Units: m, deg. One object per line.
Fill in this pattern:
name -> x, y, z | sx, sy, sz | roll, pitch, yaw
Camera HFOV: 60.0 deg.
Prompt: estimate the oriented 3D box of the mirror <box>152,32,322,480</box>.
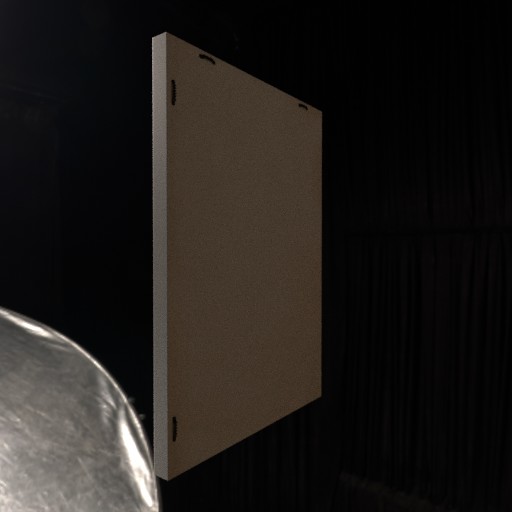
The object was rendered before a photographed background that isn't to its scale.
mirror -> 0.000, 0.000, 0.912 | 0.039, 0.710, 0.507 | 1, 1, 37
